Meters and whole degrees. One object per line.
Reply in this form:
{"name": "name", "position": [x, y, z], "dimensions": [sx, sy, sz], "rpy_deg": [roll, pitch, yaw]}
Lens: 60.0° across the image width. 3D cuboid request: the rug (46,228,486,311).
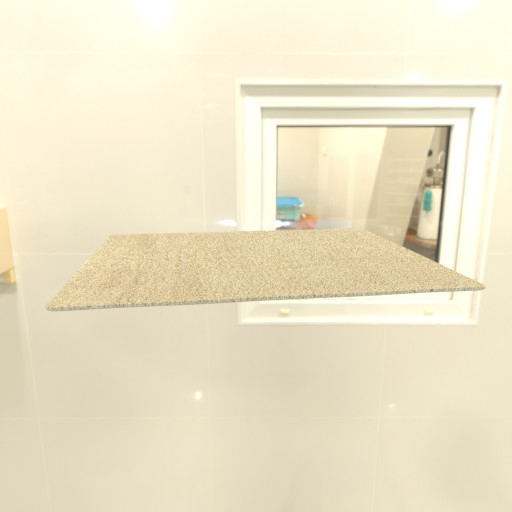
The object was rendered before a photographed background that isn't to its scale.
{"name": "rug", "position": [0.000, 0.000, 4.083], "dimensions": [3.001, 0.025, 2.401], "rpy_deg": [-2, 14, -8]}
